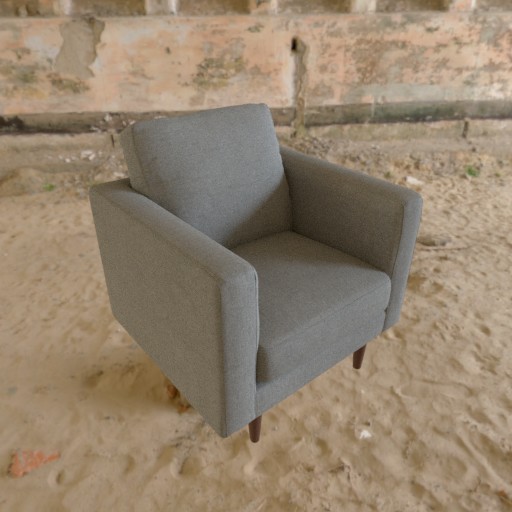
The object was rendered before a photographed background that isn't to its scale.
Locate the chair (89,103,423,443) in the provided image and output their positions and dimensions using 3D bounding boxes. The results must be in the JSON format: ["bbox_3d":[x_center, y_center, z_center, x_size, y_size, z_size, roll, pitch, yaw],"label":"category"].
[{"bbox_3d":[0.000,0.000,1.586,0.855,0.927,0.800,-22,37,-34],"label":"chair"}]
